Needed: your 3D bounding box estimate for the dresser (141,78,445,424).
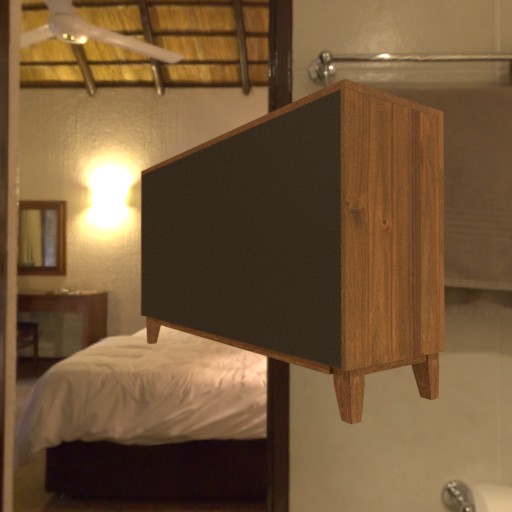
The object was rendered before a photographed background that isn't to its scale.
[{"bbox_3d":[0.000,0.000,1.803,0.446,0.873,1.400,1,-1,-35],"label":"dresser"}]
